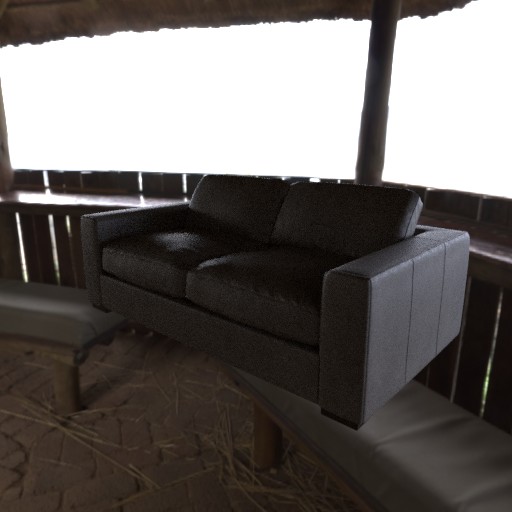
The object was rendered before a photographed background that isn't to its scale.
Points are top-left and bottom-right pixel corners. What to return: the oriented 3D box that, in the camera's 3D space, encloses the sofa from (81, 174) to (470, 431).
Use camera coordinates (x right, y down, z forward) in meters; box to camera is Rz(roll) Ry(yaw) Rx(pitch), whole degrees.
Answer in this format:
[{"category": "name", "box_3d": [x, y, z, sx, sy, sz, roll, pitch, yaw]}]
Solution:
[{"category": "sofa", "box_3d": [0.000, 0.000, 2.452, 1.920, 0.800, 1.070, 13, 19, 40]}]
